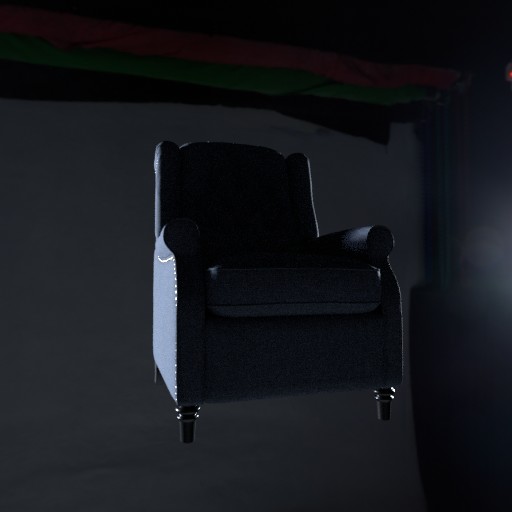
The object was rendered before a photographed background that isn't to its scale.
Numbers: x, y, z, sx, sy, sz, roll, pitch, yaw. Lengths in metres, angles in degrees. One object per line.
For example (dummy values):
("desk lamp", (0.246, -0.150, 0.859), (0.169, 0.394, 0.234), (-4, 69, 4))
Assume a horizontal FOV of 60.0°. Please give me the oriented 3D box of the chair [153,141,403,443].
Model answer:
("chair", (0.000, 0.000, 1.637), (0.742, 1.035, 0.898), (1, -3, -18))
